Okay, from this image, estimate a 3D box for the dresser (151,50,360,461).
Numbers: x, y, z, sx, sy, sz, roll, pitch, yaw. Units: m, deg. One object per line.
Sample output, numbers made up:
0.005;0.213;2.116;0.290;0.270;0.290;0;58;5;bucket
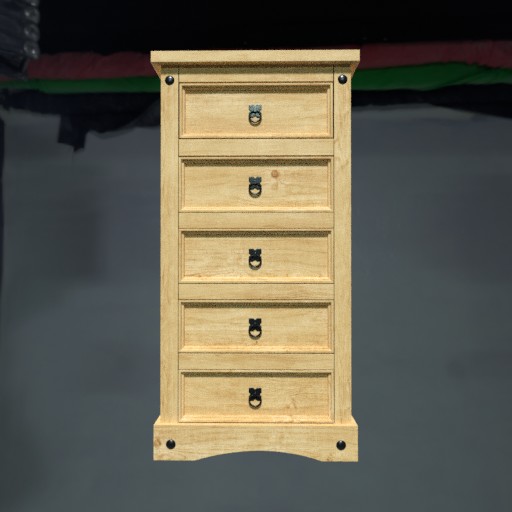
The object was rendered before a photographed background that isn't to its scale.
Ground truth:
0.000;0.000;1.316;0.531;1.041;0.390;0;0;1;dresser
